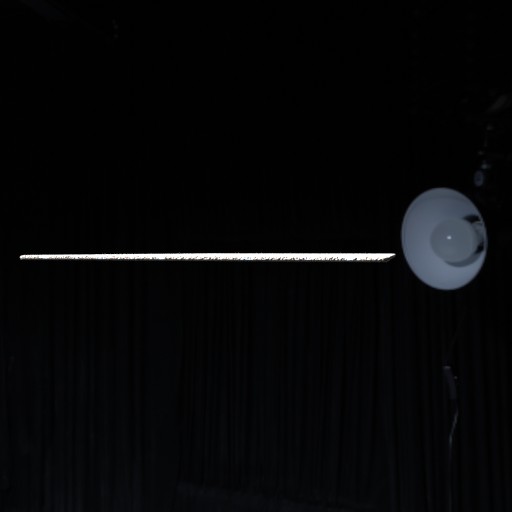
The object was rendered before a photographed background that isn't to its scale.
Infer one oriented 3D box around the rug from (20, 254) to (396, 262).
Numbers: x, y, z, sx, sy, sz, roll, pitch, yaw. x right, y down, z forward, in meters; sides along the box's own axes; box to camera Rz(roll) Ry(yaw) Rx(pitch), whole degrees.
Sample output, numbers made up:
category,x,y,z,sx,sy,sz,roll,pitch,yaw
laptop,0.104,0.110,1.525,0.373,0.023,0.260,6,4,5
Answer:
category,x,y,z,sx,sy,sz,roll,pitch,yaw
rug,0.000,0.000,4.107,2.438,0.029,3.047,0,1,18
